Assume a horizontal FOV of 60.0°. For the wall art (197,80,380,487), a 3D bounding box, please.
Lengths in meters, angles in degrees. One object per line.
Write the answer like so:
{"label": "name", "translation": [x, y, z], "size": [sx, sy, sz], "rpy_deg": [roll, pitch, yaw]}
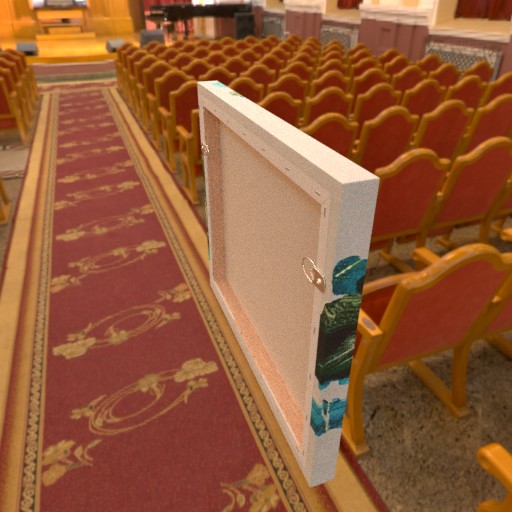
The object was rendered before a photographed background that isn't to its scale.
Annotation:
{"label": "wall art", "translation": [0.000, 0.000, 0.692], "size": [0.041, 0.435, 0.507], "rpy_deg": [-11, 33, -17]}
